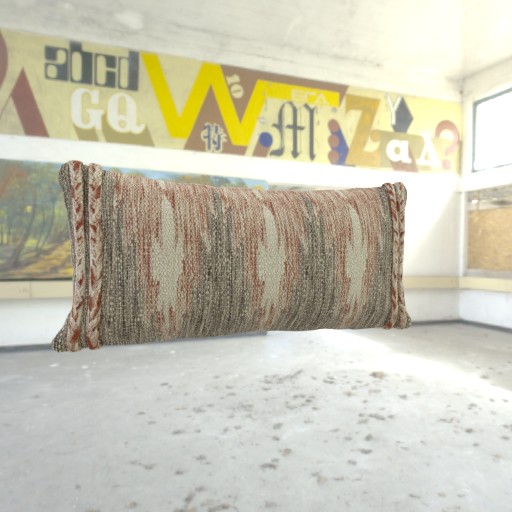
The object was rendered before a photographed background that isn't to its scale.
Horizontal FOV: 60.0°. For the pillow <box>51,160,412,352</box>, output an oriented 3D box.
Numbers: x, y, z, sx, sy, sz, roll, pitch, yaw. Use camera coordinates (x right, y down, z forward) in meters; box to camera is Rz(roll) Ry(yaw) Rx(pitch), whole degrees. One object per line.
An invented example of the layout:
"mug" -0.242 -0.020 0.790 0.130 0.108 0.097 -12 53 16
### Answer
"pillow" 0.000 0.000 0.753 0.635 0.282 0.139 0 0 -20
